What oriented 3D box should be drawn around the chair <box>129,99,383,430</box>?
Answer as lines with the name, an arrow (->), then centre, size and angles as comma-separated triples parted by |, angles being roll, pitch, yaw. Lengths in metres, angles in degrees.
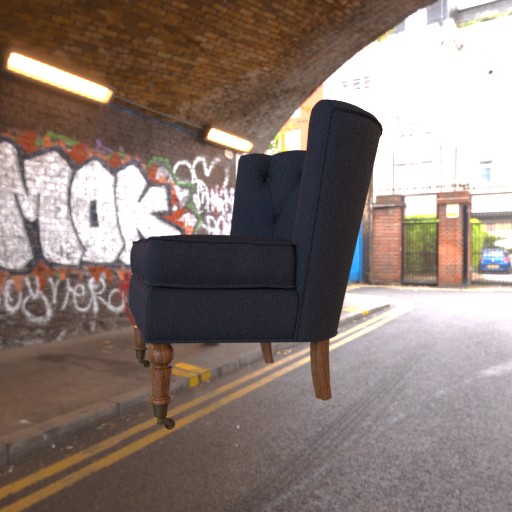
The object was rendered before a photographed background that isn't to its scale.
chair -> 0.000, 0.000, 1.358 | 0.718, 0.771, 0.740 | 0, 1, -19
